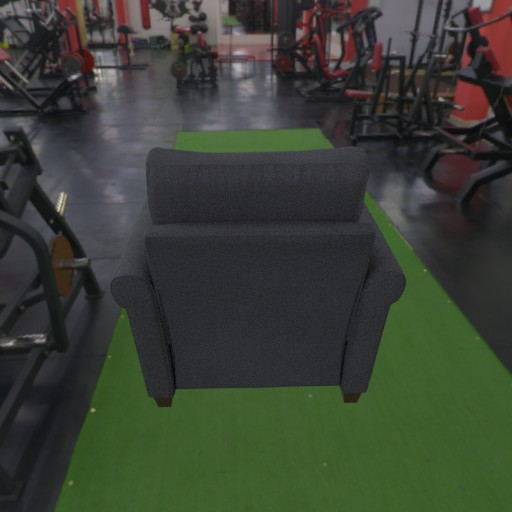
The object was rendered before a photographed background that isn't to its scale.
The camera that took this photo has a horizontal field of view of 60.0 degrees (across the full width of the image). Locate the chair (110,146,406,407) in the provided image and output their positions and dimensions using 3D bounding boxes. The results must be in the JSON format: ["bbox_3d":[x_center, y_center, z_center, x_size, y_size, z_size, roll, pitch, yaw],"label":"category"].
[{"bbox_3d":[0.000,0.000,1.623,0.867,0.942,0.828,-1,30,-1],"label":"chair"}]
